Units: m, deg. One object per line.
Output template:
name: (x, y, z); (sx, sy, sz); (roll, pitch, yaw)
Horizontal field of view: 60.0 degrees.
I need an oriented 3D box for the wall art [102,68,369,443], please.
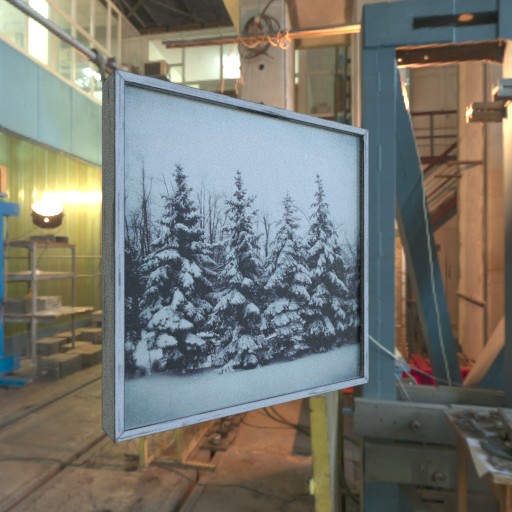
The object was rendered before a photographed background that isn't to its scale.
wall art: (0.000, 0.000, 0.460); (0.303, 0.303, 0.036); (0, 0, -35)
